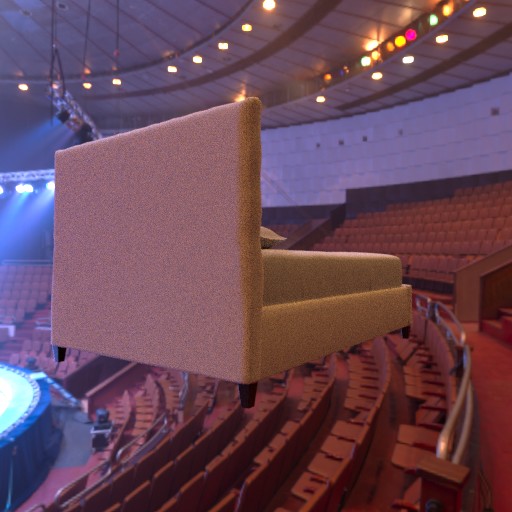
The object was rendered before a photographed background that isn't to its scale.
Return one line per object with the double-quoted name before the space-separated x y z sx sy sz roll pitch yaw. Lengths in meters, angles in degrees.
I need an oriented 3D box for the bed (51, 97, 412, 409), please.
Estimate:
"bed" 0.000 0.000 3.437 1.698 1.427 2.387 -1 -1 36
